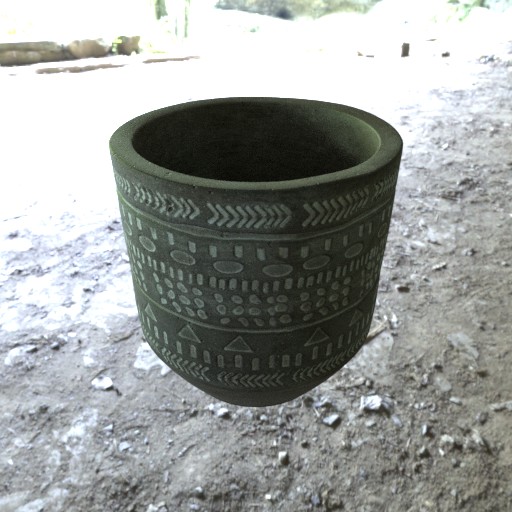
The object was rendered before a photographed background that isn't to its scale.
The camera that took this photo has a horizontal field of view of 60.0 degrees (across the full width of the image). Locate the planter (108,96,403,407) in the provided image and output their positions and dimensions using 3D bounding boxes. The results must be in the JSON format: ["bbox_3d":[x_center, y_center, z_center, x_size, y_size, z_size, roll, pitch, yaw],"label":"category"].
[{"bbox_3d":[0.000,0.000,0.259,0.142,0.149,0.142,0,33,0],"label":"planter"}]
